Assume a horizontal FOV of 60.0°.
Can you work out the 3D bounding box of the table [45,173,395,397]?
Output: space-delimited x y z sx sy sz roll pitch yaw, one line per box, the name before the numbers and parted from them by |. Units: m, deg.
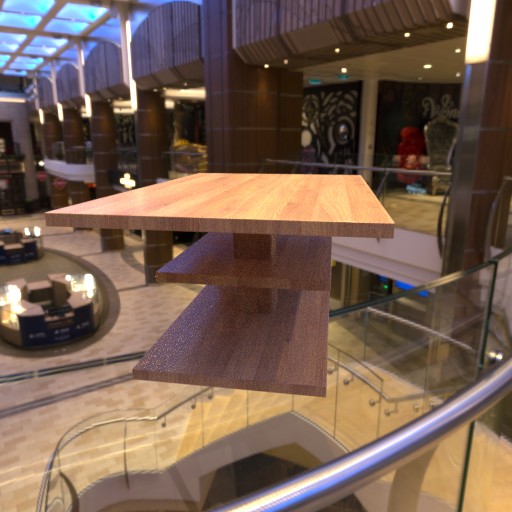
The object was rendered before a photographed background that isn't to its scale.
table | 0.000 0.000 1.441 0.700 0.442 1.100 3 15 9
